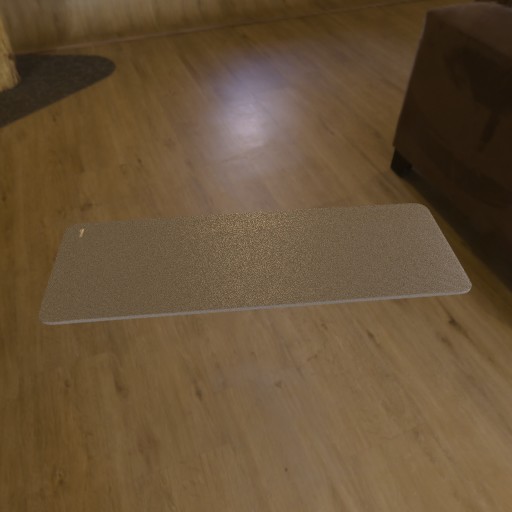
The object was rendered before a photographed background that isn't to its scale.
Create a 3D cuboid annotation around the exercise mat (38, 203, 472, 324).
[{"bbox_3d":[0.000,0.000,2.101,1.884,0.021,0.616,-4,46,-4],"label":"exercise mat"}]
